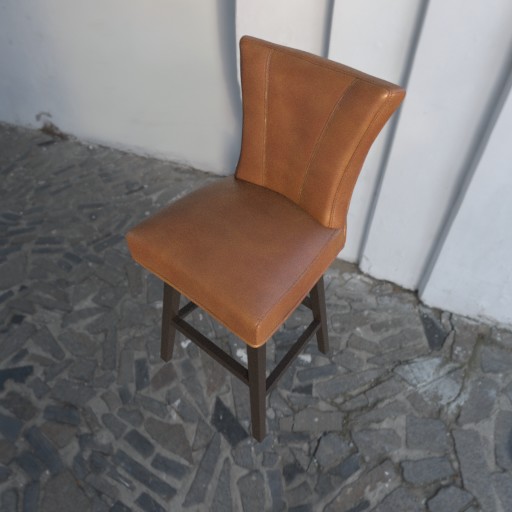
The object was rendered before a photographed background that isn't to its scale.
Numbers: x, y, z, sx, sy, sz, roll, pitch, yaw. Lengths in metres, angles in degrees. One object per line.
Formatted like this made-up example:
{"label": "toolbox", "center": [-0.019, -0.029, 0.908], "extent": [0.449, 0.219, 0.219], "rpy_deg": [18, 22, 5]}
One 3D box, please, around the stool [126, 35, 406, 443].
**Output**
{"label": "stool", "center": [0.000, 0.000, 1.407], "extent": [0.522, 1.094, 0.585], "rpy_deg": [32, 54, 26]}
